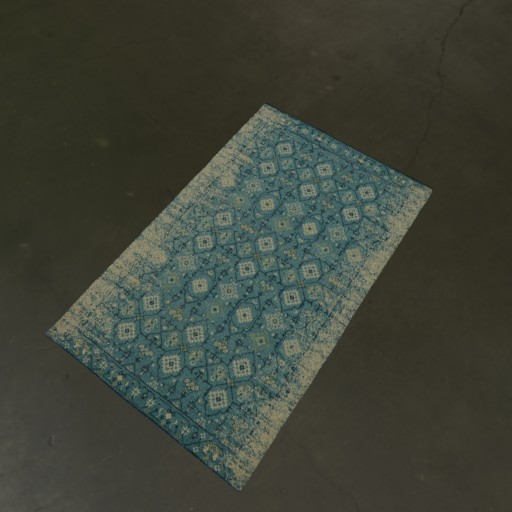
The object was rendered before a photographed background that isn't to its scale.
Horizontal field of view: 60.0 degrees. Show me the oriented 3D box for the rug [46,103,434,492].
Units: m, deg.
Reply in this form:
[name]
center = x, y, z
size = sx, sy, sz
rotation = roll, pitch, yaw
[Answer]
[rug]
center = 0.000, 0.000, 3.035
size = 1.530, 0.015, 2.449
rotation = 32, 67, 15
